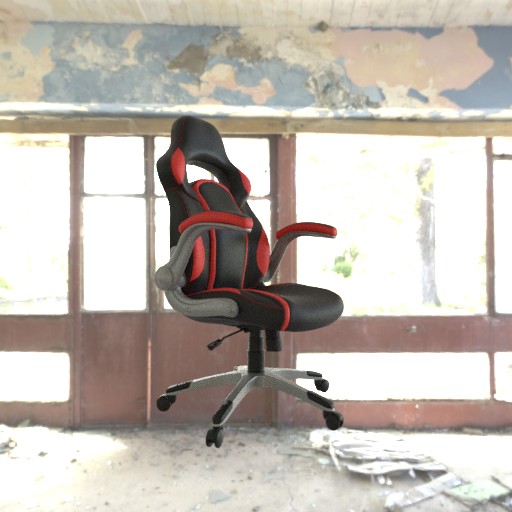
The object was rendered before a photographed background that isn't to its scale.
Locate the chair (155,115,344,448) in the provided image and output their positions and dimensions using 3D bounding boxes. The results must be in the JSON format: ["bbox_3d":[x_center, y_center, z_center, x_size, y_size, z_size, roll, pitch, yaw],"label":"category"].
[{"bbox_3d":[0.000,0.000,1.689,0.712,1.165,0.758,0,0,37],"label":"chair"}]
